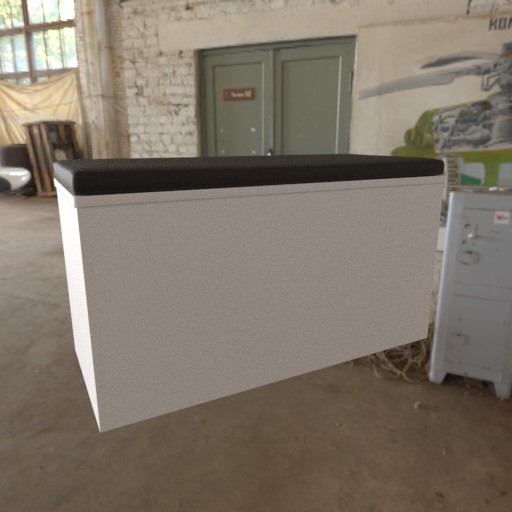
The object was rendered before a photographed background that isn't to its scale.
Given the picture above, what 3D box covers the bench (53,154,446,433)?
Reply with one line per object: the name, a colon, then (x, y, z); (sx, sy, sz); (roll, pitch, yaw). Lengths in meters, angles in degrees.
bench: (0.000, 0.000, 1.161); (0.899, 0.500, 0.401); (-8, 17, -27)
